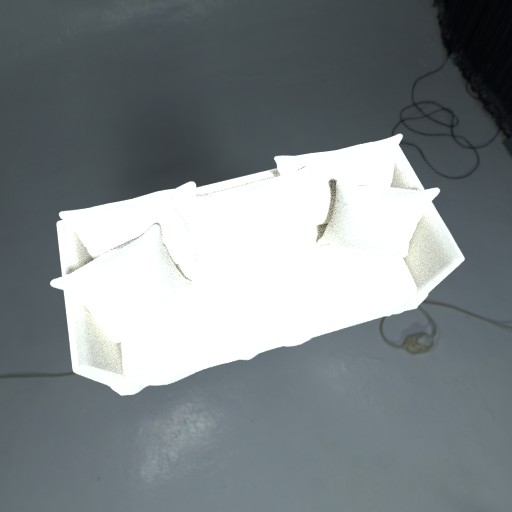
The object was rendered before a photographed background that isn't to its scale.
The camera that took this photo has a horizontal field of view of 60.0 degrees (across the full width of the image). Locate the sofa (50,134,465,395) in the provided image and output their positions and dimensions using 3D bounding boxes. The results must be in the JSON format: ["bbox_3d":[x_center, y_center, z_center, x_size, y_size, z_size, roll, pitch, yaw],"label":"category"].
[{"bbox_3d":[0.000,0.000,2.860,2.290,1.034,1.031,-15,63,-8],"label":"sofa"}]
